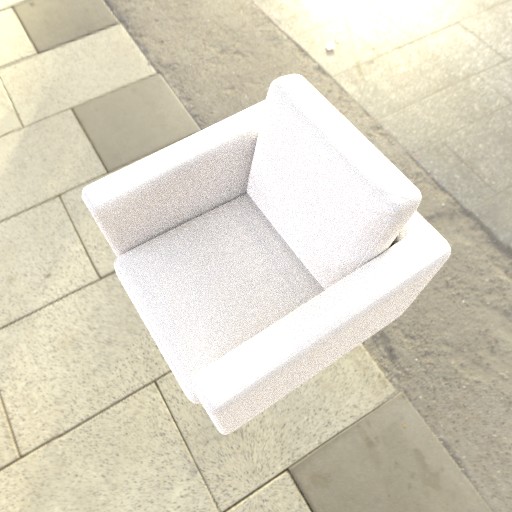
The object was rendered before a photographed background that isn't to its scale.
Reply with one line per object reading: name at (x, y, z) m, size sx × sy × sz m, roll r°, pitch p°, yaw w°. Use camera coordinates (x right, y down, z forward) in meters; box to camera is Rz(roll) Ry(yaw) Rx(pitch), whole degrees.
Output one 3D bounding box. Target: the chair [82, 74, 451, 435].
chair at (0.000, 0.000, 1.549) m, size 0.879 × 0.899 × 0.831 m, roll -30°, pitch 66°, yaw -15°
